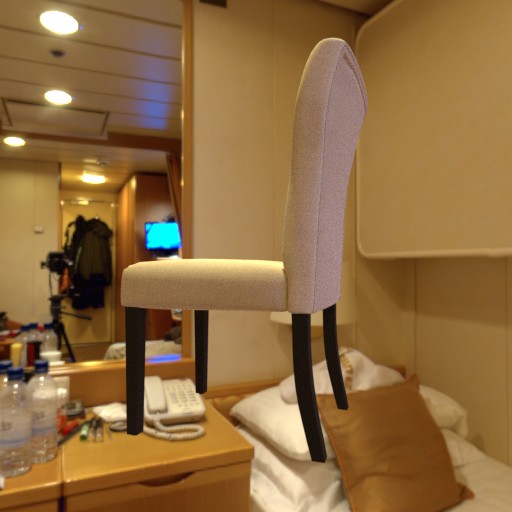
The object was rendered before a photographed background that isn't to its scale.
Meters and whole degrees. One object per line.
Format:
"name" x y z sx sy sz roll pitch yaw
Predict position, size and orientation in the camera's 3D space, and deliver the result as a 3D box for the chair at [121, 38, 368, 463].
"chair" 0.000 0.000 1.242 0.597 0.921 0.509 0 -1 19
